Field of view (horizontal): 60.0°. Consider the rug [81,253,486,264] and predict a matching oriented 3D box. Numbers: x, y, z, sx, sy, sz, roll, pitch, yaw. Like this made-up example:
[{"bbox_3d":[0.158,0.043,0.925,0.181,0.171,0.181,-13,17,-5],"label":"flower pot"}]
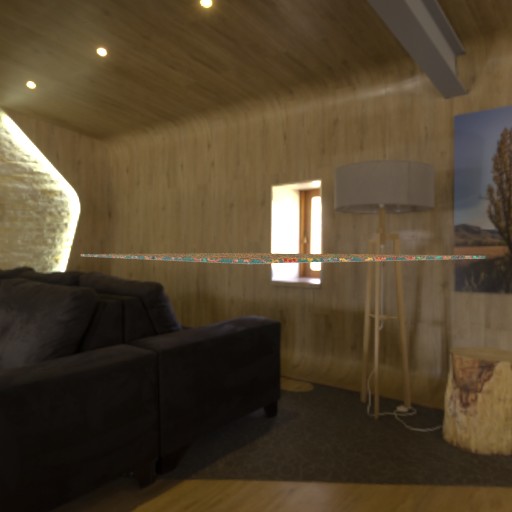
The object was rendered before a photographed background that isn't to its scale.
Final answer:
[{"bbox_3d":[0.000,0.000,4.282,2.434,0.025,3.204,-1,1,-36],"label":"rug"}]
